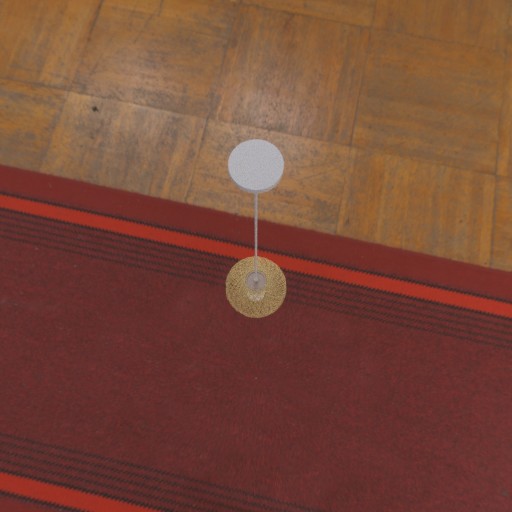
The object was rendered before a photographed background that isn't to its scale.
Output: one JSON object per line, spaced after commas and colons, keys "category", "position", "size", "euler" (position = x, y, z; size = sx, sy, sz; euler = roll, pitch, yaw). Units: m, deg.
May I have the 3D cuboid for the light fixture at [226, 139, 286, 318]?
{"category": "light fixture", "position": [0.000, 0.000, 2.199], "size": [0.406, 1.955, 0.407], "euler": [-32, 77, -8]}
